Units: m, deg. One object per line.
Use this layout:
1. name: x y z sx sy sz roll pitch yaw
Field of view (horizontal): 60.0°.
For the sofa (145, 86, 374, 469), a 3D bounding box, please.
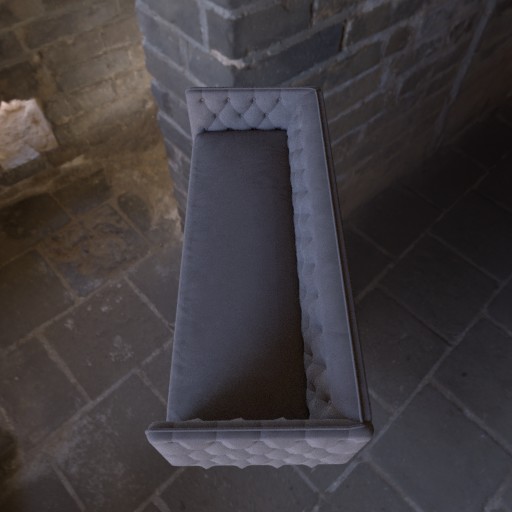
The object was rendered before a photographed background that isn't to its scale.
1. sofa: 0.000 0.000 2.588 0.895 0.771 2.209 -1 56 0
